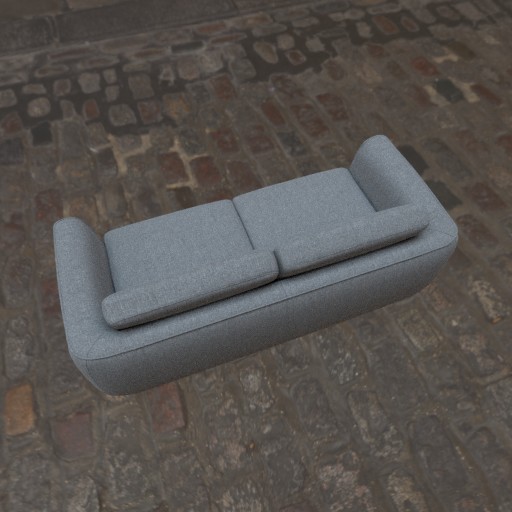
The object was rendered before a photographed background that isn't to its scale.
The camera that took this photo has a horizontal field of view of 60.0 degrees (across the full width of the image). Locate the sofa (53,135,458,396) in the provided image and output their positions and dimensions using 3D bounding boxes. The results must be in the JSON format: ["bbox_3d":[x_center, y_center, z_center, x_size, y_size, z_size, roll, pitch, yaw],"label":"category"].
[{"bbox_3d":[0.000,0.000,2.437,2.000,0.870,0.920,-17,58,-11],"label":"sofa"}]
